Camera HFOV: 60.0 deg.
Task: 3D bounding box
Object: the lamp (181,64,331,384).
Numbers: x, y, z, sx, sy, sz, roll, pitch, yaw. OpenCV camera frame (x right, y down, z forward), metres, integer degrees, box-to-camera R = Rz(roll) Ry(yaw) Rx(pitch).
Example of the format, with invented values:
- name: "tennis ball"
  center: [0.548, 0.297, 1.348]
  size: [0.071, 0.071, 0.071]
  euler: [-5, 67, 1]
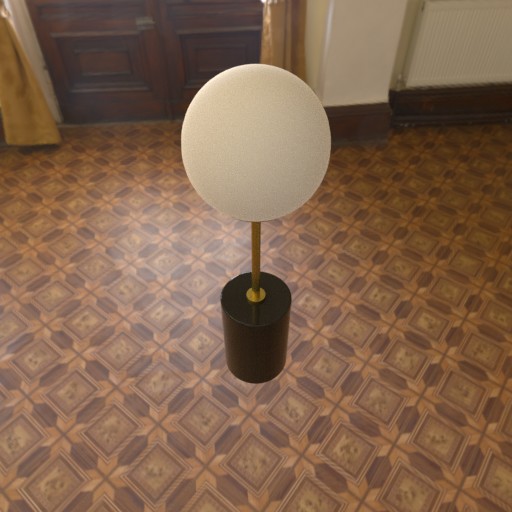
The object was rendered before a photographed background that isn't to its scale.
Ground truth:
- name: "lamp"
  center: [0.000, 0.000, 0.575]
  size: [0.153, 0.480, 0.153]
  euler: [0, 45, 0]
